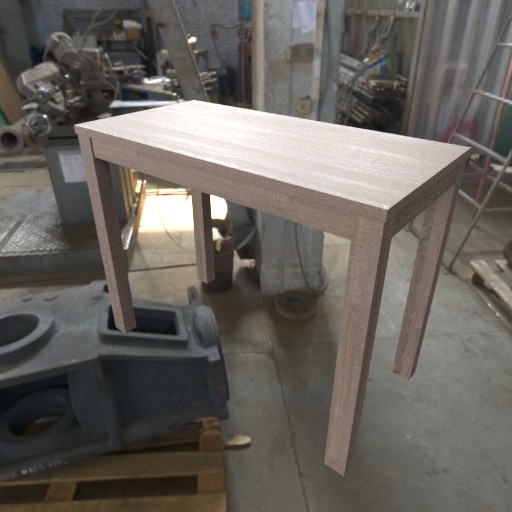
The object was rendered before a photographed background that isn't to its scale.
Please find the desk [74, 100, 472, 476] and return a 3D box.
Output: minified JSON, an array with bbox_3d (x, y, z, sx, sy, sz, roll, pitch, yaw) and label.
[{"bbox_3d":[0.000,0.000,1.403,0.991,0.762,0.495,22,36,33],"label":"desk"}]
